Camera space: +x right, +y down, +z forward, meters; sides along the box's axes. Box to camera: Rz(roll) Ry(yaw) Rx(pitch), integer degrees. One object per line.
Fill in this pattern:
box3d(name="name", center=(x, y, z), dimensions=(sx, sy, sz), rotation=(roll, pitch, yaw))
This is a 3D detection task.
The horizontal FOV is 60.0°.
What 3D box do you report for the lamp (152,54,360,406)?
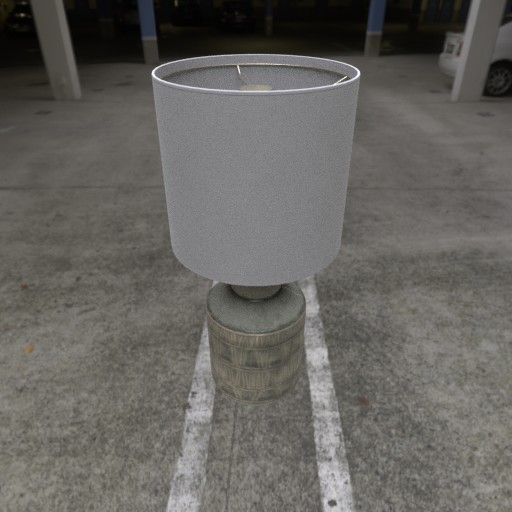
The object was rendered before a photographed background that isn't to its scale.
box3d(name="lamp", center=(0.000, 0.000, 0.578), dimensions=(0.211, 0.455, 0.211), rotation=(1, 32, 1))
